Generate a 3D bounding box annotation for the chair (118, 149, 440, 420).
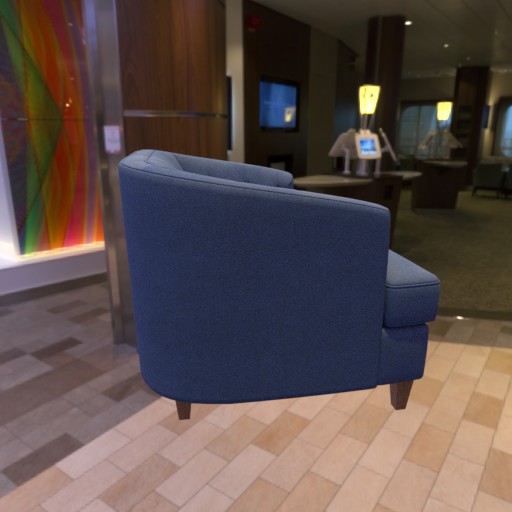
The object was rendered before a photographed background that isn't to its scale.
[{"bbox_3d":[0.000,0.000,1.731,0.914,0.787,1.118,-3,16,-10],"label":"chair"}]
